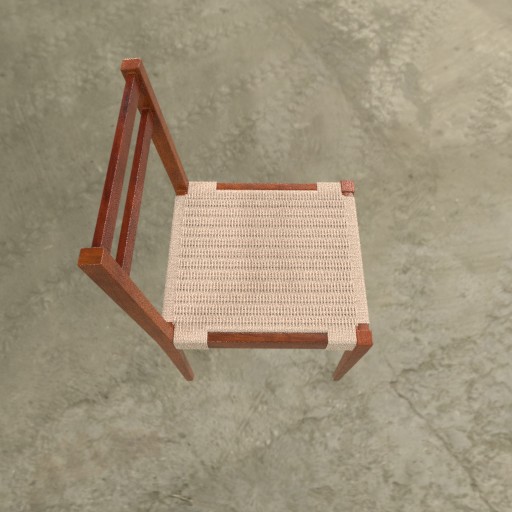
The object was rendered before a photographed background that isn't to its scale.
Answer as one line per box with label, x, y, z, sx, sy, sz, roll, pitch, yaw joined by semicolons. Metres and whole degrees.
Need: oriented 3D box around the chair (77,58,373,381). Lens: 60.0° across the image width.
chair;0.000;0.000;1.193;0.569;0.851;0.495;0;62;0
